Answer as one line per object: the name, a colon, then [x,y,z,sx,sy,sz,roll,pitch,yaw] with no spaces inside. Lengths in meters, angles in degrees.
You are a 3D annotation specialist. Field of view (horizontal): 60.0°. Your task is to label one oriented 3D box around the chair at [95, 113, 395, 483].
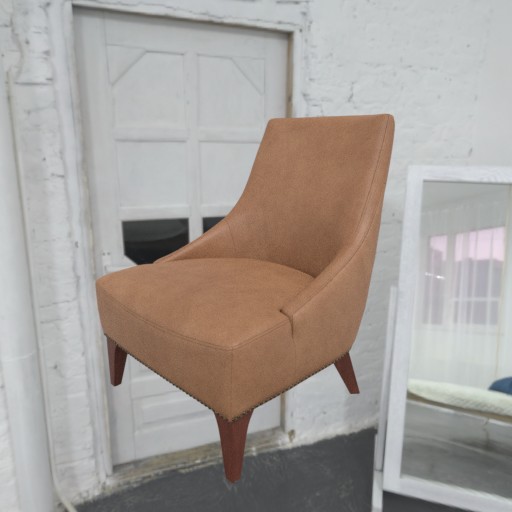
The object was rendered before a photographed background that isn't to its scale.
chair: [0.000,0.000,1.471,0.861,0.909,0.701,-14,21,-42]
